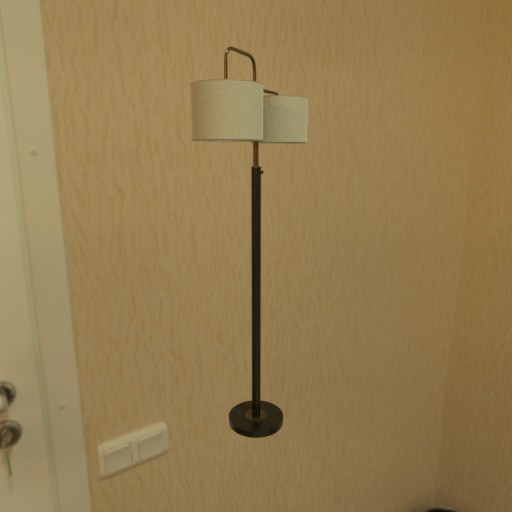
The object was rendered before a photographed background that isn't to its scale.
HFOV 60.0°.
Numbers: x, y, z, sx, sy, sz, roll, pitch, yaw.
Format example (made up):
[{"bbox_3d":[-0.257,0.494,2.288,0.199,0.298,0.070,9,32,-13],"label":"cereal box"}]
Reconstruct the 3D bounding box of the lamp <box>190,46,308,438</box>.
[{"bbox_3d":[0.000,0.000,1.895,0.254,1.587,0.711,6,15,25],"label":"lamp"}]
